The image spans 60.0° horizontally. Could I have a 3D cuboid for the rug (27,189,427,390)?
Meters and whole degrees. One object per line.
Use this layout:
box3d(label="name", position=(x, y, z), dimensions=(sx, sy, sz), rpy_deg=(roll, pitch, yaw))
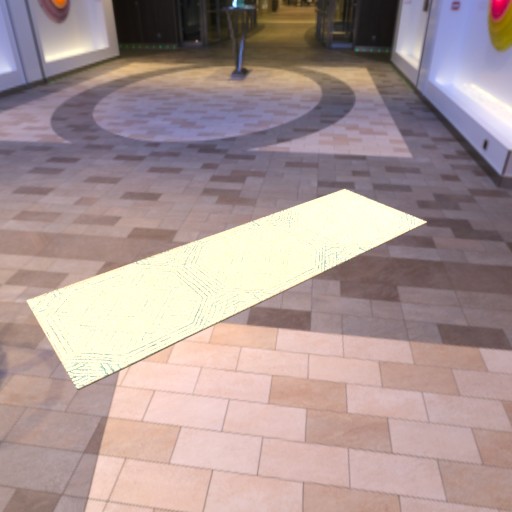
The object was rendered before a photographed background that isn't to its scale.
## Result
box3d(label="rug", position=(0.000, 0.000, 2.709), dimensions=(2.452, 0.012, 0.775), rpy_deg=(-22, 37, -32))
